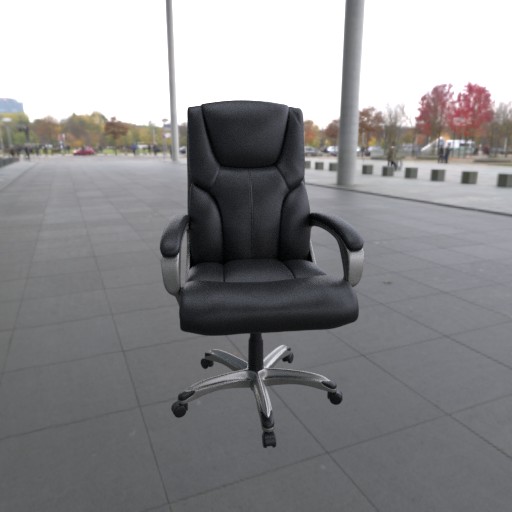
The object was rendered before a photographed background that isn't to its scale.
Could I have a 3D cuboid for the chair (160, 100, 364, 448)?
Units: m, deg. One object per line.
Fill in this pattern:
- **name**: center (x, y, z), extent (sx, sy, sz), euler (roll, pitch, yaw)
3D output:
- **chair**: center (0.000, 0.000, 1.641), extent (0.663, 1.155, 0.739), euler (-2, 14, -8)
